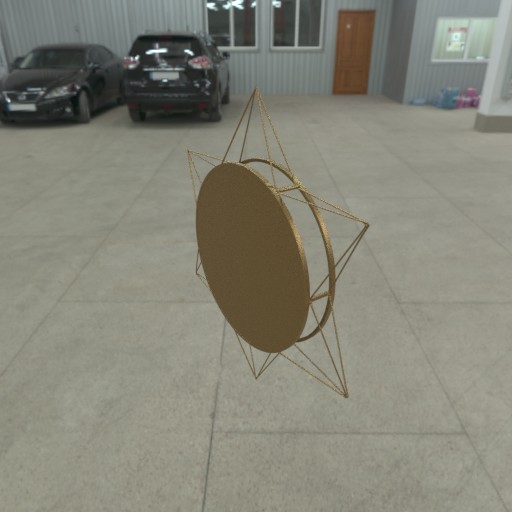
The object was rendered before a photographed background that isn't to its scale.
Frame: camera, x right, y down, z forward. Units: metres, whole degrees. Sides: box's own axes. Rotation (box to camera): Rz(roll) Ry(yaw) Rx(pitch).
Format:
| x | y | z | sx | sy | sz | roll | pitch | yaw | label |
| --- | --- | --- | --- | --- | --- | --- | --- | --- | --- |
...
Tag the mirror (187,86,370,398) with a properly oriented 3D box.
| x | y | z | sx | sy | sz | roll | pitch | yaw | label |
| --- | --- | --- | --- | --- | --- | --- | --- | --- | --- |
| 0.000 | 0.000 | 0.807 | 0.062 | 0.581 | 0.498 | -17 | 31 | -31 | mirror |
